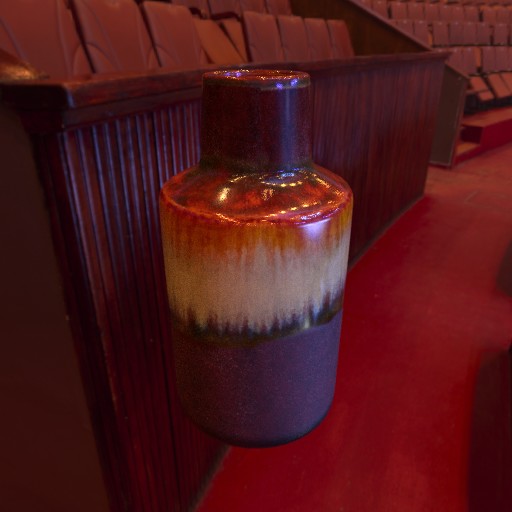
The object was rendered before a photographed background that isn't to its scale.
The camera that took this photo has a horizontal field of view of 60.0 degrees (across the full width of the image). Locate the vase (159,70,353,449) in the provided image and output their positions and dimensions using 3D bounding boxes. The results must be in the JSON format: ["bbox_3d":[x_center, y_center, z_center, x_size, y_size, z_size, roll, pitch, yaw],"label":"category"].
[{"bbox_3d":[0.000,0.000,0.266,0.108,0.204,0.108,0,26,0],"label":"vase"}]
